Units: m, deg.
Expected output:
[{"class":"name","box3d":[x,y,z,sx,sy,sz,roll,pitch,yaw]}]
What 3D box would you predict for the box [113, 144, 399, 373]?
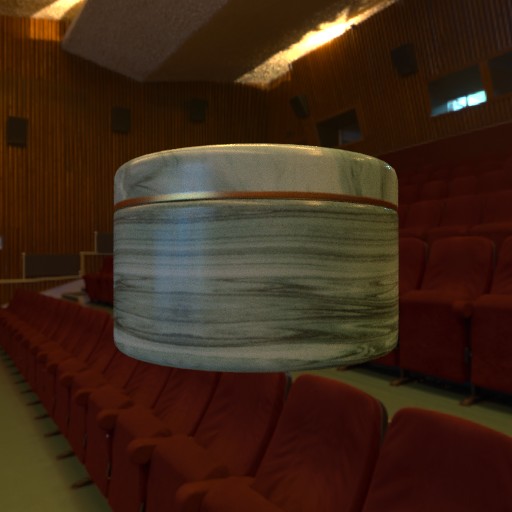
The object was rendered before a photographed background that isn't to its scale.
[{"class":"box","box3d":[0.000,0.000,0.166,0.101,0.063,0.101,0,0,0]}]
